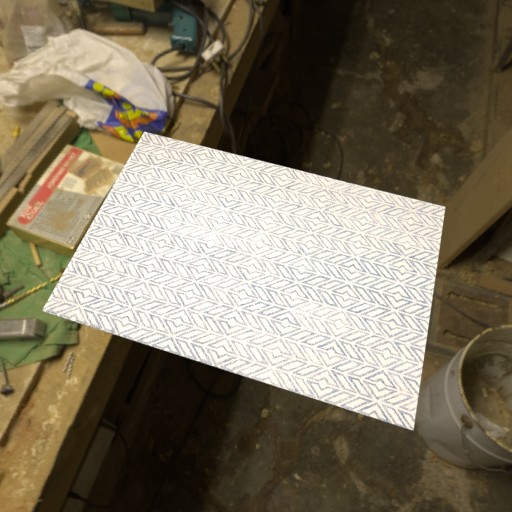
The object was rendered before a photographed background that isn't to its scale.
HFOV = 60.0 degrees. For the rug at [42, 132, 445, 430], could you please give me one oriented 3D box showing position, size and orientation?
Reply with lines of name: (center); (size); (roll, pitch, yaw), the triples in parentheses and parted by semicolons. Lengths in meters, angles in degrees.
rug: (0.000, 0.000, 2.324); (1.824, 0.008, 1.220); (16, 64, 8)
